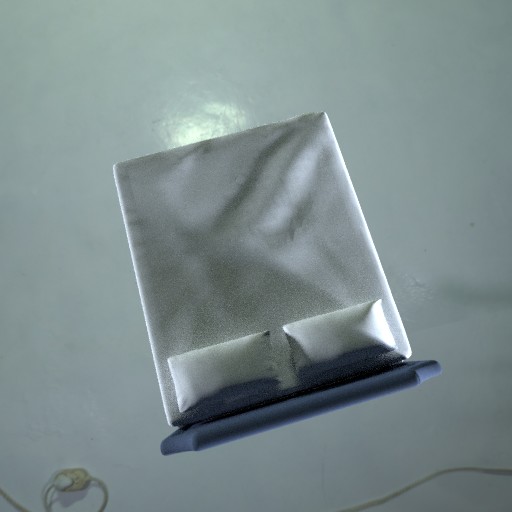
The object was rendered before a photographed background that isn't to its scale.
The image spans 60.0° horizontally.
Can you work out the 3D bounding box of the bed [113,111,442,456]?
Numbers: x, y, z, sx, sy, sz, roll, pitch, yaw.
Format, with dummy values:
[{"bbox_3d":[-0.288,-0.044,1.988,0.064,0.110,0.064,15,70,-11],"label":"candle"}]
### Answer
[{"bbox_3d":[0.000,0.000,4.077,2.350,1.488,2.773,-15,76,-4],"label":"bed"}]
